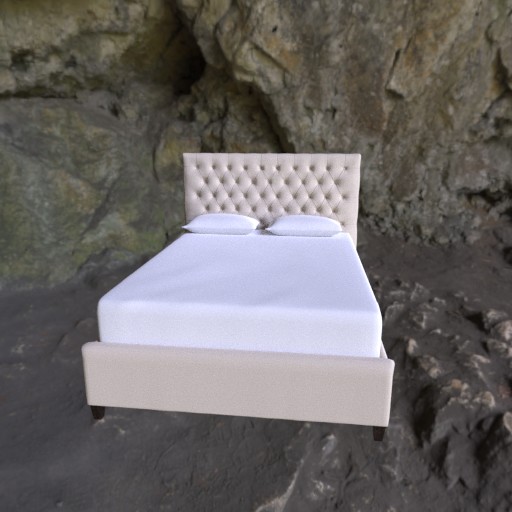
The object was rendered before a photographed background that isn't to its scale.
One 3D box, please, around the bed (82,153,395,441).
[{"bbox_3d":[0.000,0.000,3.319,1.696,1.426,2.233,2,15,7],"label":"bed"}]
